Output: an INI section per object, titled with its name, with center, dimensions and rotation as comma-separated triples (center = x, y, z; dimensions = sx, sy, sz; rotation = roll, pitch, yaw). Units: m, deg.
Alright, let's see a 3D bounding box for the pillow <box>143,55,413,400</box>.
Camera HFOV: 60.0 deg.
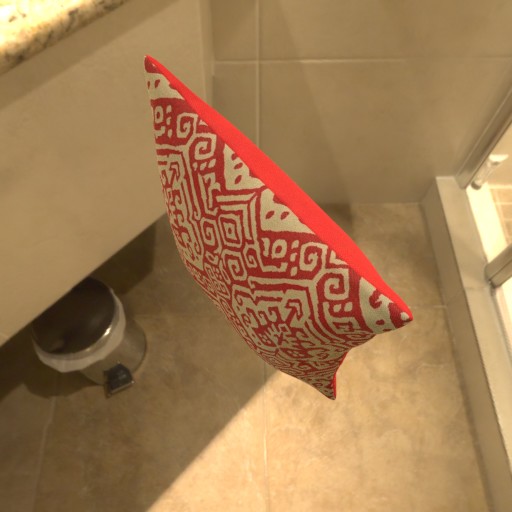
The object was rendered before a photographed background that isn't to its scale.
[pillow]
center = 0.000, 0.000, 0.774
dimensions = 0.192, 0.507, 0.522
rotation = -35, 68, -17
